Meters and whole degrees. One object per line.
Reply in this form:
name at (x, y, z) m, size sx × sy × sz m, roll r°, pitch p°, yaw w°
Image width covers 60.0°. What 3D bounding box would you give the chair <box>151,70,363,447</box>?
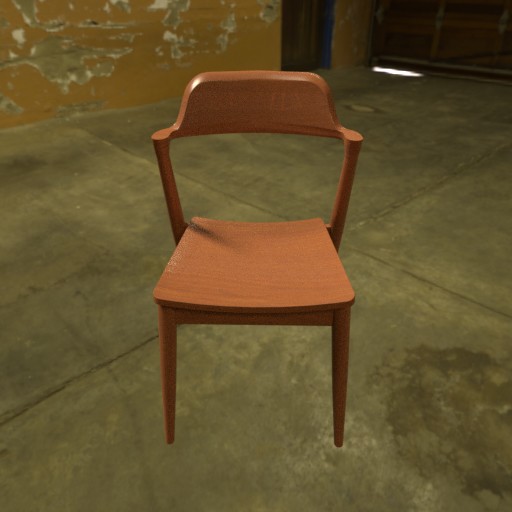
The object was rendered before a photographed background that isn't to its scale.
chair at (0.000, 0.000, 1.113) m, size 0.496 × 0.801 × 0.499 m, roll 1°, pitch 30°, yaw 1°
